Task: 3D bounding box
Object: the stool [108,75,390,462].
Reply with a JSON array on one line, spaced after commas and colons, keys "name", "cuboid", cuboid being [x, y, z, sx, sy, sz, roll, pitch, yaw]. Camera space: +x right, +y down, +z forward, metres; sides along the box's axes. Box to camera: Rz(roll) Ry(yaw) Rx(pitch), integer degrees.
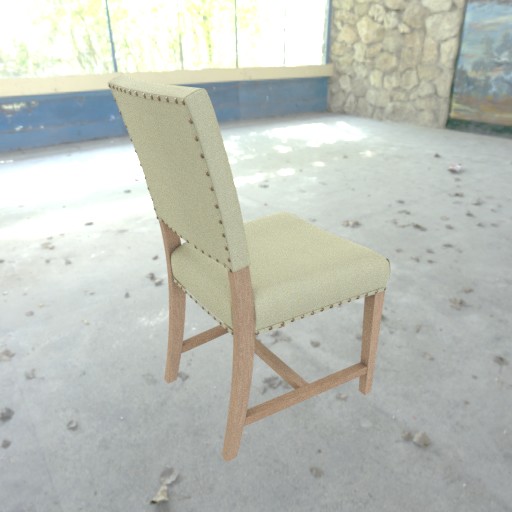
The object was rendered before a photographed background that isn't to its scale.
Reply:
[{"name": "stool", "cuboid": [0.000, 0.000, 1.307, 0.623, 0.986, 0.508, -17, 31, -31]}]
